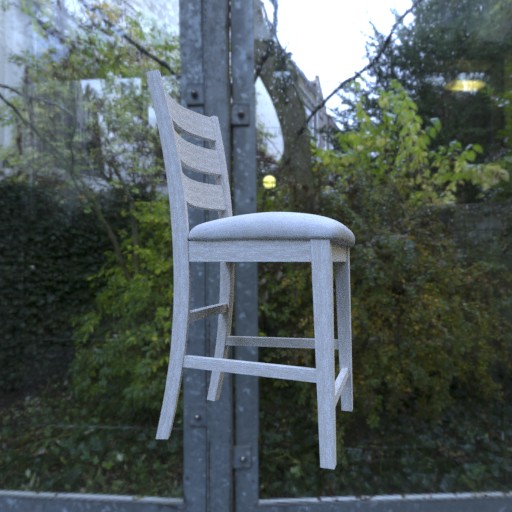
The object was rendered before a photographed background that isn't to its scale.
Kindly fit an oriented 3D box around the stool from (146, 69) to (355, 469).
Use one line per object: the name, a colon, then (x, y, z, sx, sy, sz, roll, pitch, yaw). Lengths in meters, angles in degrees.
stool: (0.000, 0.000, 1.369, 0.569, 1.032, 0.484, 0, -1, 18)
